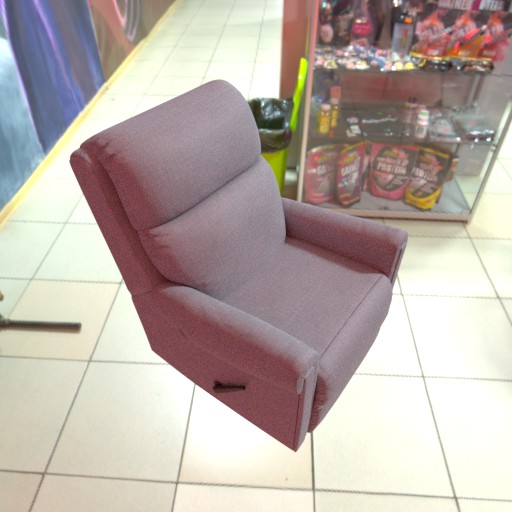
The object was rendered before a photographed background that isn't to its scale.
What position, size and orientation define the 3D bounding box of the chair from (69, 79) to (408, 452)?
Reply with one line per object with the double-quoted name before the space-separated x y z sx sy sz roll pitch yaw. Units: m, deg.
"chair" 0.000 0.000 1.747 1.014 1.054 0.838 26 48 26
